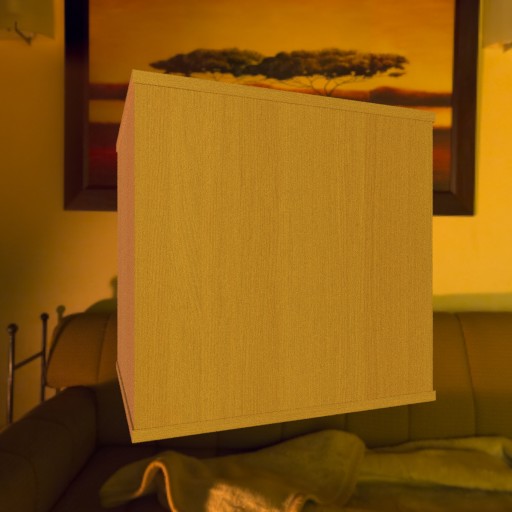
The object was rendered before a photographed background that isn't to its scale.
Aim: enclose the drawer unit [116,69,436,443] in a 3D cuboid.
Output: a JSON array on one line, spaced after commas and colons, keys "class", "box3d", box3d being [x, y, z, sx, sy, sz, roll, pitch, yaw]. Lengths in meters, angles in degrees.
[{"class": "drawer unit", "box3d": [0.000, 0.000, 0.603, 0.349, 0.344, 0.290, 0, 0, -20]}]
